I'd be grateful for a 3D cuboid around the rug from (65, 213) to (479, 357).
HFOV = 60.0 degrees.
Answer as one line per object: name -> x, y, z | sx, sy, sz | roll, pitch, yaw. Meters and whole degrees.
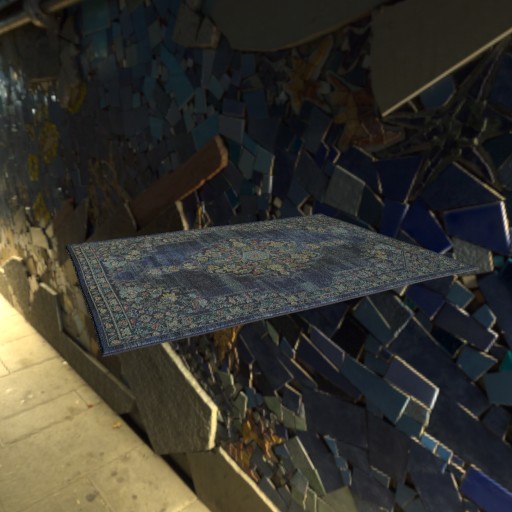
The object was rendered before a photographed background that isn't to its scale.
rug -> 0.000, 0.000, 4.766 | 3.612, 0.035, 2.716 | -9, 20, -26
